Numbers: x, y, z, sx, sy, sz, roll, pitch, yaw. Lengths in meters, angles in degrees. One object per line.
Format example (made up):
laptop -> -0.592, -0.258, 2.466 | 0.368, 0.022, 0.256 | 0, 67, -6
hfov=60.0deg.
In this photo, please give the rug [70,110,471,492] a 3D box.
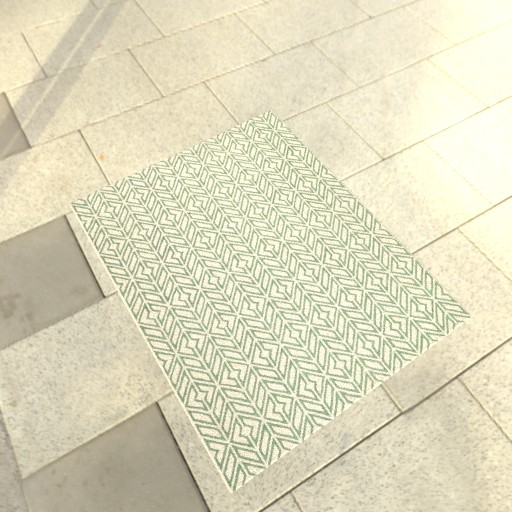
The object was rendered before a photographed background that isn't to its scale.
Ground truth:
rug -> 0.000, 0.000, 4.112 | 2.441, 0.017, 3.050 | -30, 64, -16
